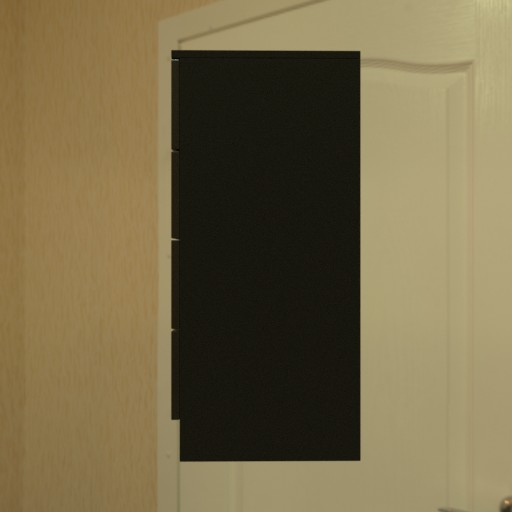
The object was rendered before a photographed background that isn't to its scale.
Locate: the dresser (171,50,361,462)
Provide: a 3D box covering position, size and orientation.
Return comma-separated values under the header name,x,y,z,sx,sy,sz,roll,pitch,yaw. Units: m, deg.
name,x,y,z,sx,sy,sz,roll,pitch,yaw
dresser,0.000,0.000,1.150,0.360,0.720,0.750,0,0,-1
